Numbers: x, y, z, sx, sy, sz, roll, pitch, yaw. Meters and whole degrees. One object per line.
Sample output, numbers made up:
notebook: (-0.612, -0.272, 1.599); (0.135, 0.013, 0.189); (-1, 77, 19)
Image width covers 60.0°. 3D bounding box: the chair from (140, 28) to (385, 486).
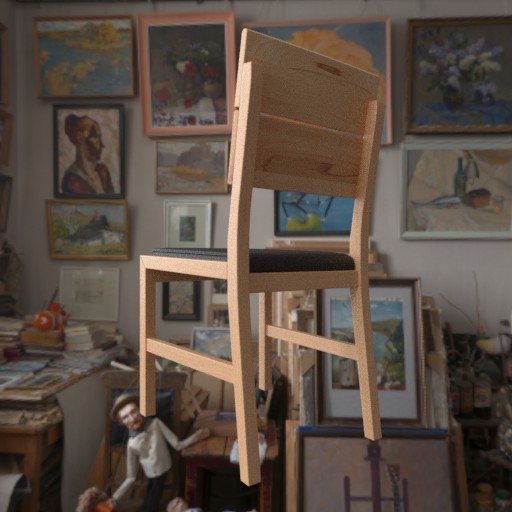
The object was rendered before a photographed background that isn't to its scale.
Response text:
chair: (0.000, 0.000, 1.256); (0.475, 0.950, 0.560); (0, 0, -35)
